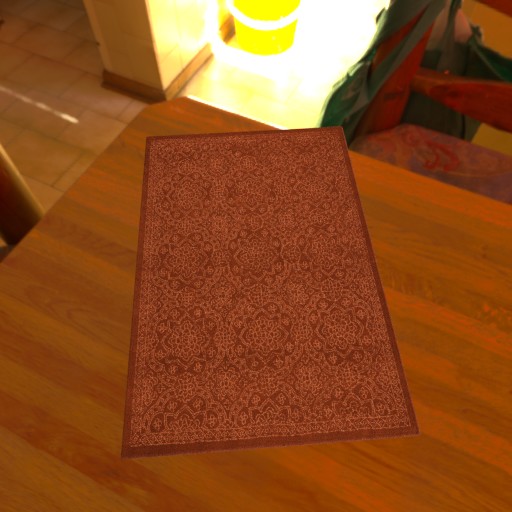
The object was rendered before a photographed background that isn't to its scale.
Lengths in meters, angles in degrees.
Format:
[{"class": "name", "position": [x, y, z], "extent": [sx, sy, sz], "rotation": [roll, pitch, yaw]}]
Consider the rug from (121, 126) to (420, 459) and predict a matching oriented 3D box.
[{"class": "rug", "position": [0.000, 0.000, 2.275], "extent": [1.219, 0.010, 1.829], "rotation": [-4, 58, -2]}]
